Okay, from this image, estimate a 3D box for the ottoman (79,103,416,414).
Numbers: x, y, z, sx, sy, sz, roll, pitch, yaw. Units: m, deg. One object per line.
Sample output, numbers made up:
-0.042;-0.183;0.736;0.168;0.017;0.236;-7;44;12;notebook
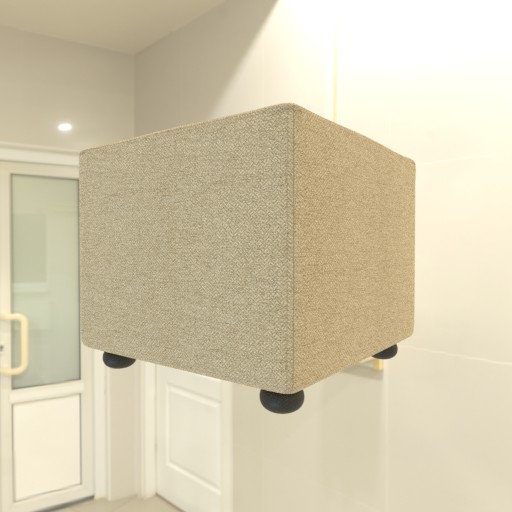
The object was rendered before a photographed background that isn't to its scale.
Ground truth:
0.000;0.000;0.902;0.508;0.432;0.508;1;1;37;ottoman
